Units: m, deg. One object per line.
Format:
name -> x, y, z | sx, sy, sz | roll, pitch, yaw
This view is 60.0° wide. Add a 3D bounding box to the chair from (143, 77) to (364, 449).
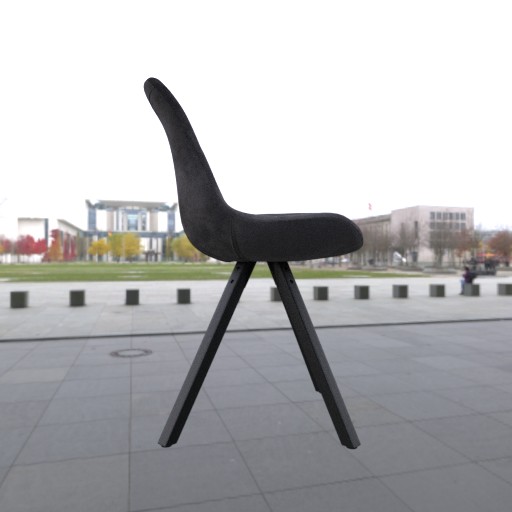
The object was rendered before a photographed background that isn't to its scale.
chair -> 0.000, 0.000, 1.184 | 0.550, 0.850, 0.485 | 0, 0, -1
